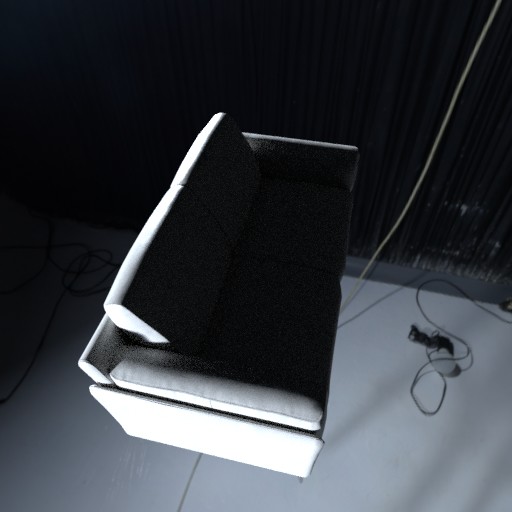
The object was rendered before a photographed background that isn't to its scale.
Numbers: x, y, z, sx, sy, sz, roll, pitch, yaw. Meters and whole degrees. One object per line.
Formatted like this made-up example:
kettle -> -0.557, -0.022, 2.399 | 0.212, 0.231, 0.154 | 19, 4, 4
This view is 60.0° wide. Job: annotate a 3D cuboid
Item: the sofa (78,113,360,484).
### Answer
sofa -> 0.000, 0.000, 2.590 | 1.049, 0.930, 2.101 | 10, 47, 9
